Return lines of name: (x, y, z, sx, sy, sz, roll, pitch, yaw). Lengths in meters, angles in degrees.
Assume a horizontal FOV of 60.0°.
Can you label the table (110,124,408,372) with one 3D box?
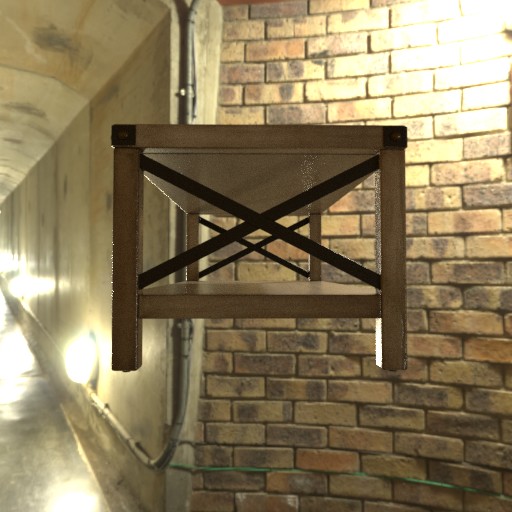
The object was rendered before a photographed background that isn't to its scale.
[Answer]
table: (0.000, 0.000, 1.307, 0.559, 0.456, 1.016, 0, -2, -1)
